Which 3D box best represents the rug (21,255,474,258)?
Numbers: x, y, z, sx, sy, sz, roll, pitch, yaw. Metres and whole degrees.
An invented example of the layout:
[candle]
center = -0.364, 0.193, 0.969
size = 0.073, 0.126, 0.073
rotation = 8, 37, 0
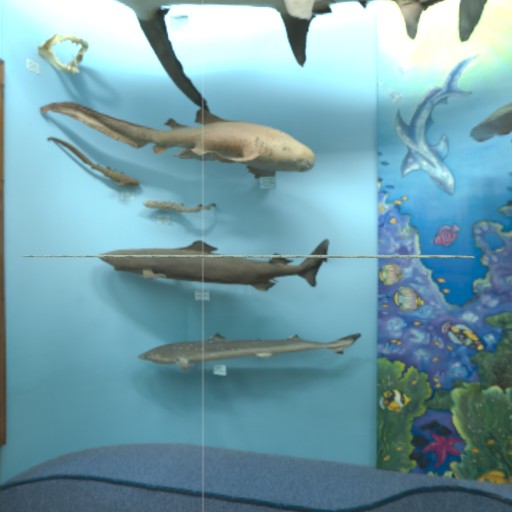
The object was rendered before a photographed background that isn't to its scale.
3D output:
[rug]
center = 0.000, 0.000, 2.009
size = 1.652, 0.006, 1.035
rotation = 0, 0, 18
